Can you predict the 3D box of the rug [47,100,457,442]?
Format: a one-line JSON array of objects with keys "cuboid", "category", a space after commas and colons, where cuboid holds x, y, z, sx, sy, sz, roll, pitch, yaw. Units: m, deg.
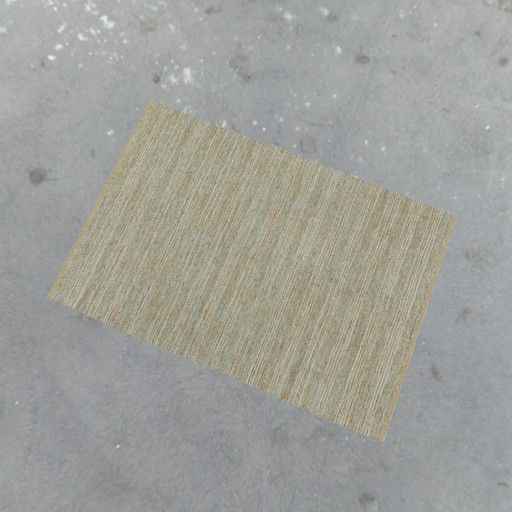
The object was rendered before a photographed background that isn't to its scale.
[{"cuboid": [0.000, 0.000, 2.329, 1.824, 0.010, 1.240, 22, 78, 5], "category": "rug"}]
